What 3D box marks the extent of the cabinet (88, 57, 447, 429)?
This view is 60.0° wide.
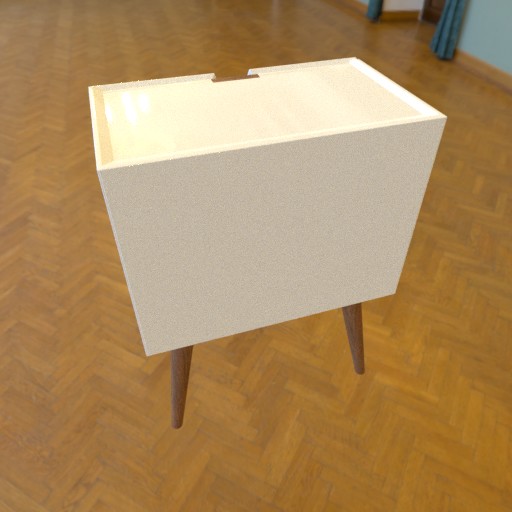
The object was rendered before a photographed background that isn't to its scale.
[{"bbox_3d":[0.000,0.000,1.079,0.591,0.772,0.344,-12,43,-13],"label":"cabinet"}]
